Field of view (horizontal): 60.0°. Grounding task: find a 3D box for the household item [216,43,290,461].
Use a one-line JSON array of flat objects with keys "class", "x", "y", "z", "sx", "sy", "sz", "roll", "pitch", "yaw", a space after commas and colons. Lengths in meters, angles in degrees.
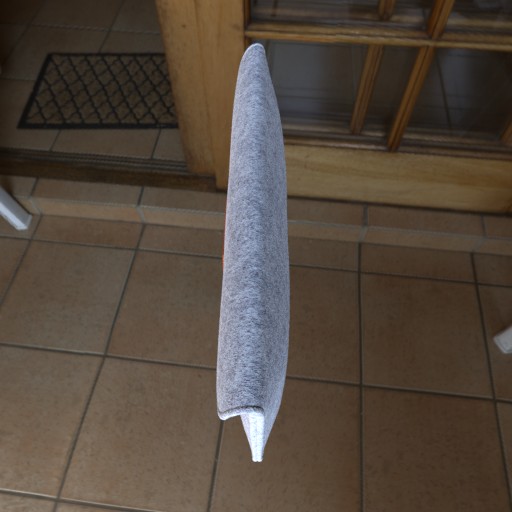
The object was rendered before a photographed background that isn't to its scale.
[{"class": "household item", "x": 0.000, "y": 0.000, "z": 0.423, "sx": 0.057, "sy": 0.221, "sz": 0.335, "roll": 1, "pitch": 58, "yaw": 0}]
